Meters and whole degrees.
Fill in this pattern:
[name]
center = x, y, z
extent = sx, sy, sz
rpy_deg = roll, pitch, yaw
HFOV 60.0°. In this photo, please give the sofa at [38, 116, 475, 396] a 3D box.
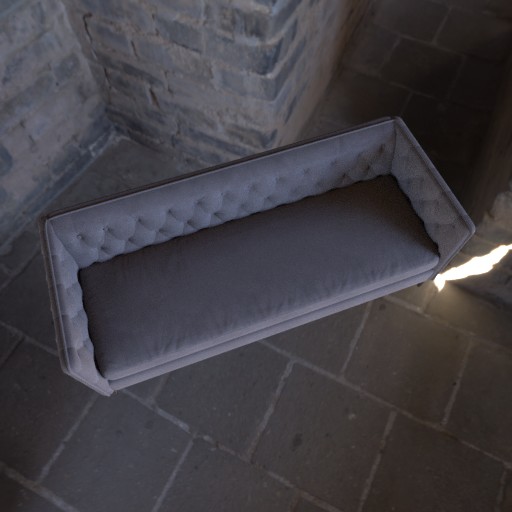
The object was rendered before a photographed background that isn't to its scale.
[sofa]
center = 0.000, 0.000, 2.661
extent = 2.209, 0.771, 0.895
rpy_deg = -18, 64, -9
